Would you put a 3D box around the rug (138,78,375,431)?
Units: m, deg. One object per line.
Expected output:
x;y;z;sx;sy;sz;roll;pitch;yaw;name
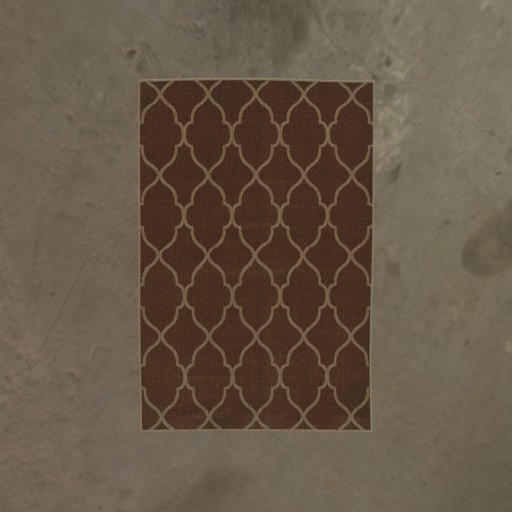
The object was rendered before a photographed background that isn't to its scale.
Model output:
0.000;0.000;2.877;1.528;0.014;2.294;0;91;0;rug
